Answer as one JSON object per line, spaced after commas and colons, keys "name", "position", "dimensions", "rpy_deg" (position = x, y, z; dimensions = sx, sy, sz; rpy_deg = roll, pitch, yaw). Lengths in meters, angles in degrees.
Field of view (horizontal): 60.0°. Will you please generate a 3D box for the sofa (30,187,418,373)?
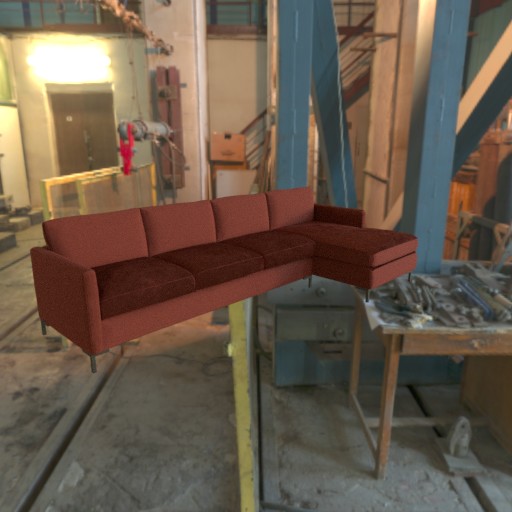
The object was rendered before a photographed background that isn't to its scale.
{"name": "sofa", "position": [0.000, 0.000, 3.483], "dimensions": [1.350, 0.810, 2.932], "rpy_deg": [14, 21, 42]}
